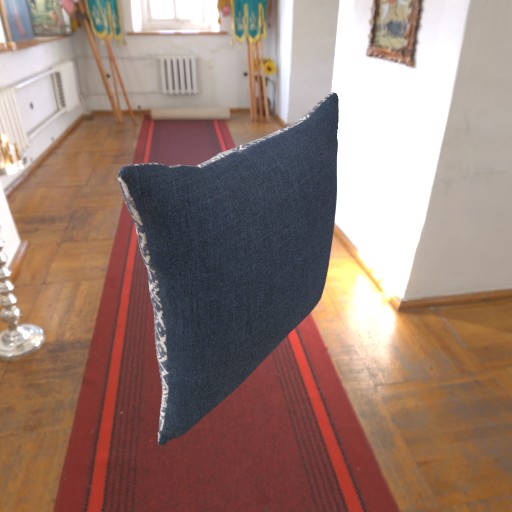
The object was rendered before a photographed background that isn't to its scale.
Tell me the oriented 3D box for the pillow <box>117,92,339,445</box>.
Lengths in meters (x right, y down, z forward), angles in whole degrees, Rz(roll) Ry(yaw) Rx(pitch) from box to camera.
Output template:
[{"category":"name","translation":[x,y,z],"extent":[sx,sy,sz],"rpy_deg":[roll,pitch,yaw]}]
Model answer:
[{"category":"pillow","translation":[0.000,0.000,0.800],"extent":[0.180,0.487,0.546],"rpy_deg":[20,37,30]}]
